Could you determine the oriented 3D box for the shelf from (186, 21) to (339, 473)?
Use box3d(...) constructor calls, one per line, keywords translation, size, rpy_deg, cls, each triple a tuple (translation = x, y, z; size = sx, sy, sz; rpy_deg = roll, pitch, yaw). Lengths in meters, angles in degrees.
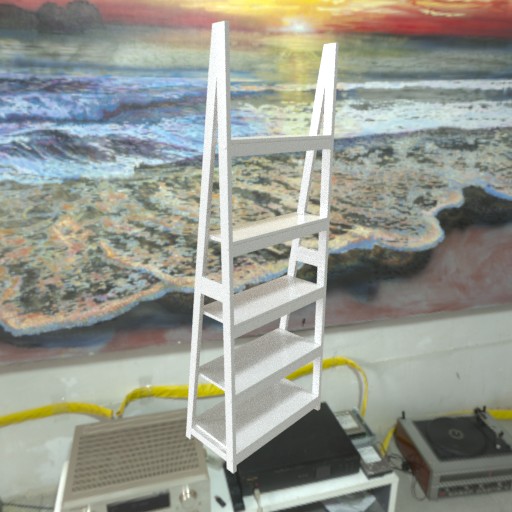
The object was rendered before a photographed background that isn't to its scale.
box3d(translation=(0.000, 0.000, 2.000), size=(0.341, 1.779, 0.636), rpy_deg=(16, 24, 42), cls="shelf")
